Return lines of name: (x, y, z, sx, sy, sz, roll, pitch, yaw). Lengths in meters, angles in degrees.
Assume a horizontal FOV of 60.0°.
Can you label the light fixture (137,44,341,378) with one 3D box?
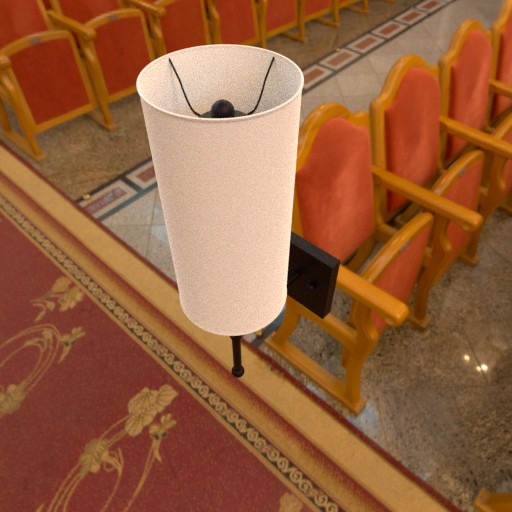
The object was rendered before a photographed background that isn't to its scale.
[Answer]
light fixture: (0.000, 0.000, 0.529, 0.128, 0.462, 0.208, 34, 55, 28)
